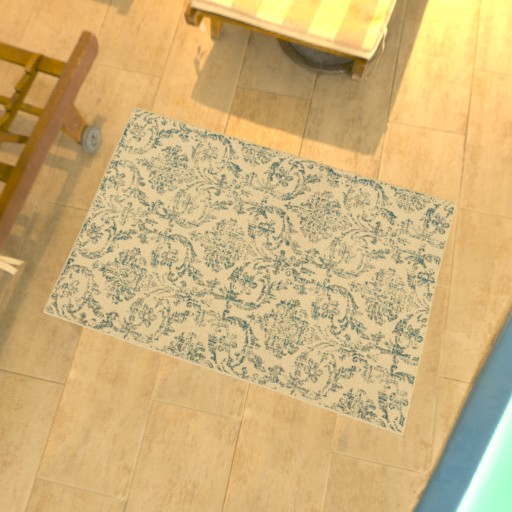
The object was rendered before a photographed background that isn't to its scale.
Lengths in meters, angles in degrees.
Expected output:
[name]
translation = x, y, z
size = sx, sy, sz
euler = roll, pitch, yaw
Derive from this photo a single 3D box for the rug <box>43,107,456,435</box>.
[rug]
translation = 0.000, 0.000, 3.403
size = 2.746, 0.018, 1.819
euler = 18, 77, 4
